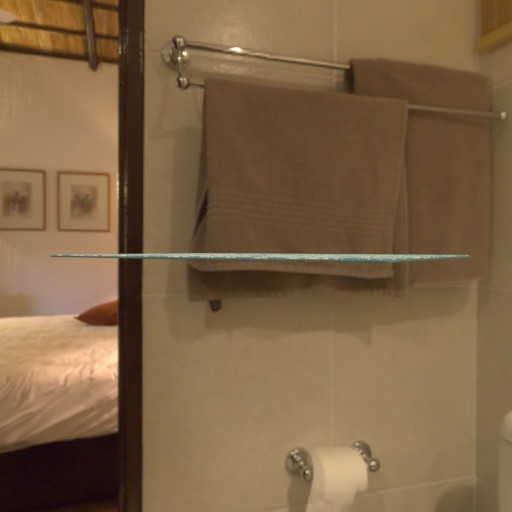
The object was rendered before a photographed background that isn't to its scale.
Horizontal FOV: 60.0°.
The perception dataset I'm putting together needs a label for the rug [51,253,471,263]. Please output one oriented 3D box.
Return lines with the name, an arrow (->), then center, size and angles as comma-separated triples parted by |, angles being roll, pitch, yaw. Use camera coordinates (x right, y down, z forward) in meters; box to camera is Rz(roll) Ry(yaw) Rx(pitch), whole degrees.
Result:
rug -> 0.000, 0.000, 2.314 | 1.833, 0.012, 1.211 | 1, 1, 36
